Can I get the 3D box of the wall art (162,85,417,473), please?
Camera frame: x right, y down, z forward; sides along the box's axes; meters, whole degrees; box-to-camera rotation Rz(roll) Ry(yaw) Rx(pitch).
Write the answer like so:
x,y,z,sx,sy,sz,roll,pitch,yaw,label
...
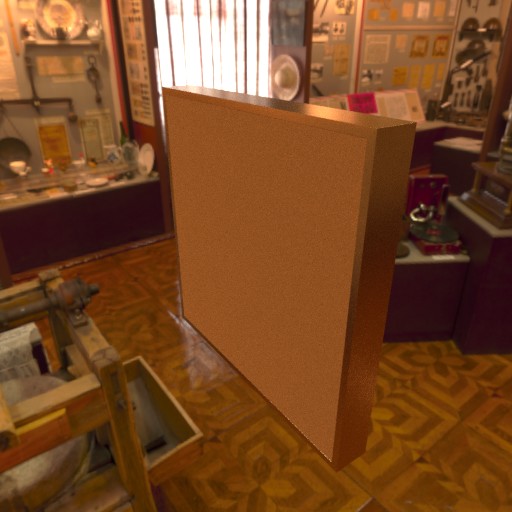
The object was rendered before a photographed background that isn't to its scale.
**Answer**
x,y,z,sx,sy,sz,roll,pitch,yaw,label
0.000,0.000,0.454,0.038,0.304,0.304,-18,31,-31,wall art
